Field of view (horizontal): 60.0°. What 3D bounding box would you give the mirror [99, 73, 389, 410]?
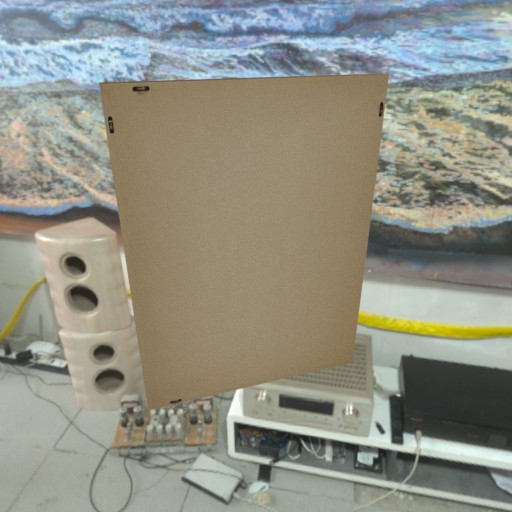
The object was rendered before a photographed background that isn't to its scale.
[{"bbox_3d":[0.000,0.000,1.359,0.762,1.016,0.040,-9,28,-16],"label":"mirror"}]
